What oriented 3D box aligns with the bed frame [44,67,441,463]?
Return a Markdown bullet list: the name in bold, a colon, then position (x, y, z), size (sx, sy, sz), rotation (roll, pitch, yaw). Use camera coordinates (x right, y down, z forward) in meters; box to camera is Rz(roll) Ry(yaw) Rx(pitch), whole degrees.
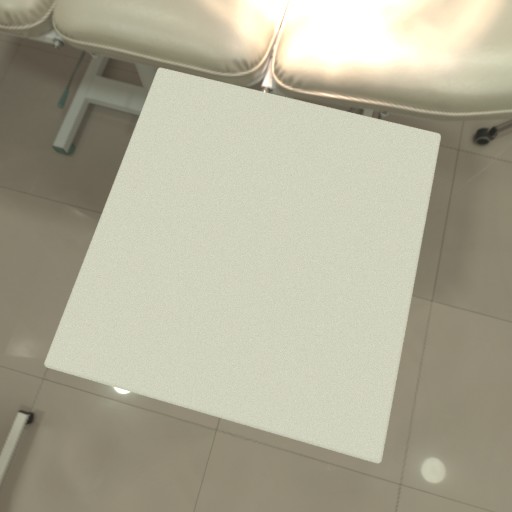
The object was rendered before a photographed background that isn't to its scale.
- **bed frame**: position (0.000, 0.000, 3.011), size (1.963, 0.659, 2.079), rotation (15, 75, 4)
